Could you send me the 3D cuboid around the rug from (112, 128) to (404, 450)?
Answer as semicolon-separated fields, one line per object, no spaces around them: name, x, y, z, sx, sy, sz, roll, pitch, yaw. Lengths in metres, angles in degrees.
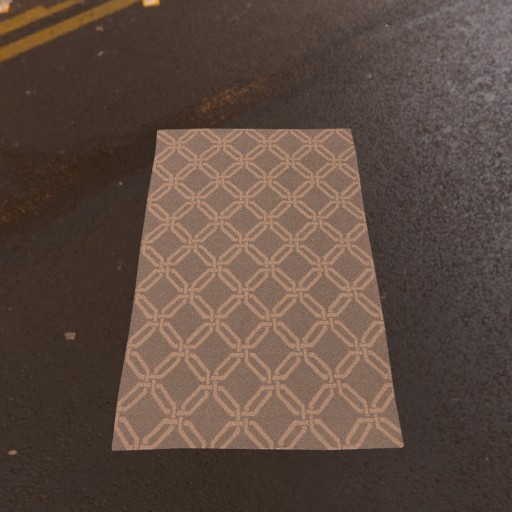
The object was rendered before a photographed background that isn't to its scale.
rug;0.000;0.000;2.167;1.148;0.010;1.754;-1;59;0
